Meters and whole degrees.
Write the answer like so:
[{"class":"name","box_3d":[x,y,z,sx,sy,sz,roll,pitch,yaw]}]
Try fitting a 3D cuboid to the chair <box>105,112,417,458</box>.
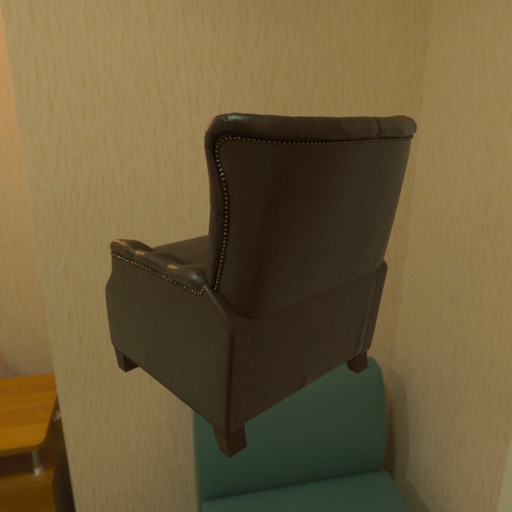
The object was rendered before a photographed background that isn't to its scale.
[{"class":"chair","box_3d":[0.000,0.000,1.424,0.709,0.864,0.823,-16,23,-41]}]
